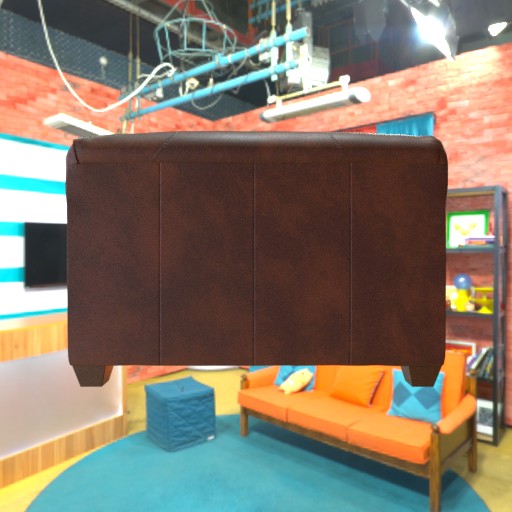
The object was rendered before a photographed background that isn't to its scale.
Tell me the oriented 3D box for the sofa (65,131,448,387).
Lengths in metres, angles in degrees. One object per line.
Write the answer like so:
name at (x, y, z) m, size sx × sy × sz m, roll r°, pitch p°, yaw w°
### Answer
sofa at (0.000, 0.000, 2.073) m, size 1.413 × 0.956 × 1.000 m, roll 0°, pitch 1°, yaw 0°
